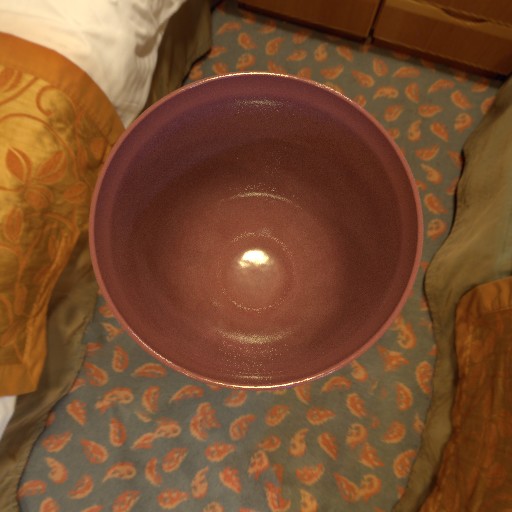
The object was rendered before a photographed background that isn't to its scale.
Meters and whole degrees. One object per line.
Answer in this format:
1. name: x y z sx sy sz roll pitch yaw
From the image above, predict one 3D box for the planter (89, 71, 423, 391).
1. planter: 0.000 0.000 0.482 0.266 0.270 0.266 0 76 0
